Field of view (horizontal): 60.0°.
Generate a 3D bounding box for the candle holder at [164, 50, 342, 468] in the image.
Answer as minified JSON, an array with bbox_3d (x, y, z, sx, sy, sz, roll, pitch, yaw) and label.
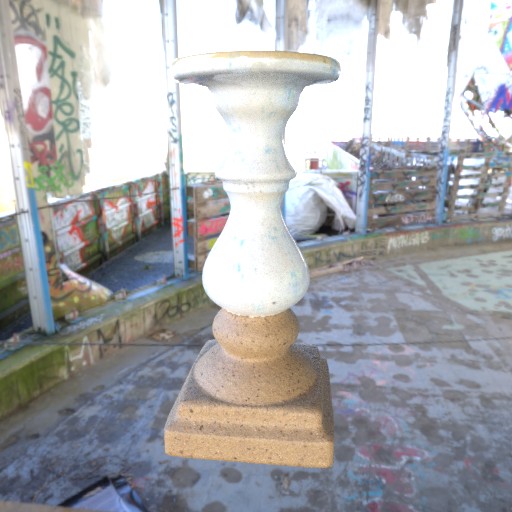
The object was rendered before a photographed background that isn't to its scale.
[{"bbox_3d":[0.000,0.000,0.298,0.110,0.239,0.110,2,16,6],"label":"candle holder"}]
